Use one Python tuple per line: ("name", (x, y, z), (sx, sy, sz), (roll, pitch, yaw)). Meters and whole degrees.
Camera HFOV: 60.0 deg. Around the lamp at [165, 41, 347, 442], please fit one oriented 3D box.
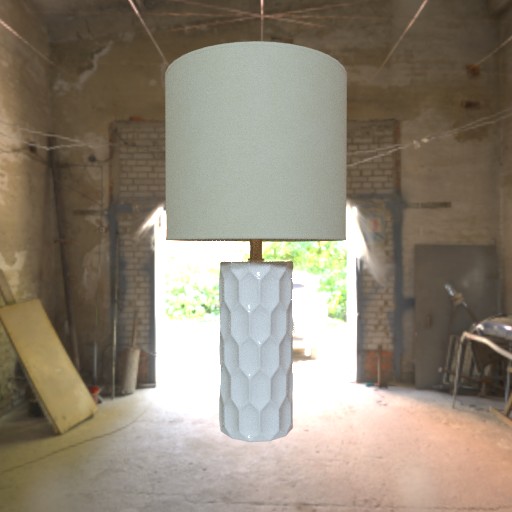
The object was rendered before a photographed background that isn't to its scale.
("lamp", (0.000, 0.000, 0.691), (0.277, 0.537, 0.277), (-1, 1, -36))
